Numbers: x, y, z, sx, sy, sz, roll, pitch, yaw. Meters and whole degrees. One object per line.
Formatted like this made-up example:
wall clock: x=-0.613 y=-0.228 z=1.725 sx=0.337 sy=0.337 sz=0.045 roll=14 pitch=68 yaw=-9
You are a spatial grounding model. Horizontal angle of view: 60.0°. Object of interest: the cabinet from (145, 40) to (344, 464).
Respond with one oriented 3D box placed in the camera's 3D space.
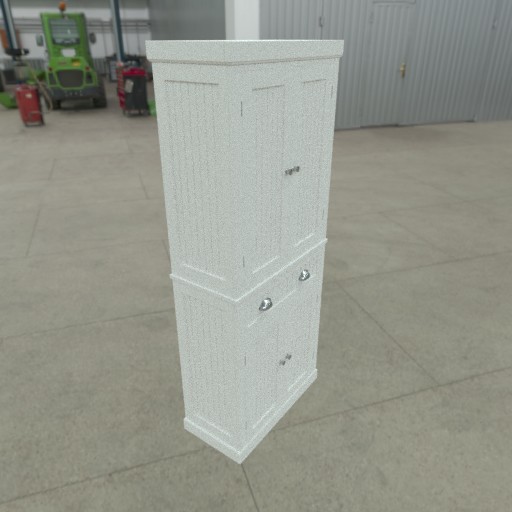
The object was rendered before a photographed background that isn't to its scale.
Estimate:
cabinet: x=0.000 y=0.000 z=2.091 sx=0.390 sy=1.829 sz=0.754 roll=18 pitch=31 yaw=32
